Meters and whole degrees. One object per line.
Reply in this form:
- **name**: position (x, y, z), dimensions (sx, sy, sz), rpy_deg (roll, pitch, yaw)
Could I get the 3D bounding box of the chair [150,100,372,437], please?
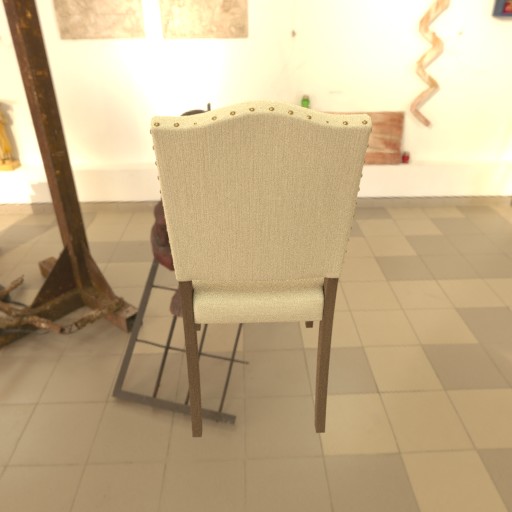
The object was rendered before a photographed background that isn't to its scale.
- **chair**: position (0.000, 0.000, 1.350), dimensions (0.508, 1.015, 0.619), rpy_deg (-1, 30, -2)
